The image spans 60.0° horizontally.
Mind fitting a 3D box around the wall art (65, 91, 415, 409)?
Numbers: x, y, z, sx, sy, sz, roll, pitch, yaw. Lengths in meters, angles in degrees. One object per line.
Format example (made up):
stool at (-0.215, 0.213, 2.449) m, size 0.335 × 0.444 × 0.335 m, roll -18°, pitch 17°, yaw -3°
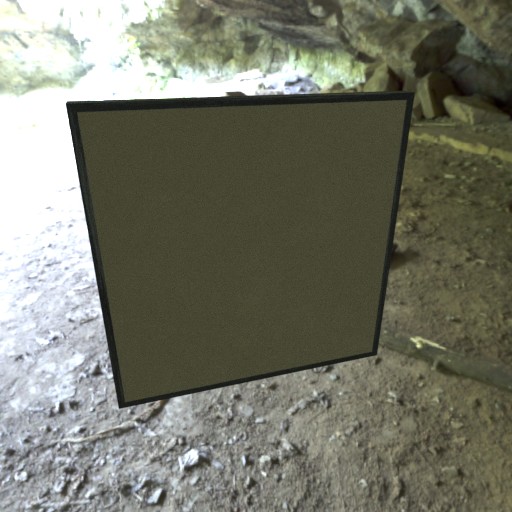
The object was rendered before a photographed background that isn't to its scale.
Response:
wall art at (0.000, 0.000, 1.114) m, size 0.762 × 0.758 × 0.043 m, roll -7°, pitch 26°, yaw -15°
